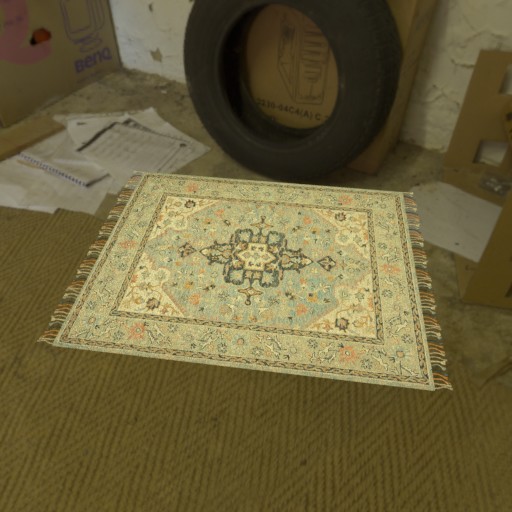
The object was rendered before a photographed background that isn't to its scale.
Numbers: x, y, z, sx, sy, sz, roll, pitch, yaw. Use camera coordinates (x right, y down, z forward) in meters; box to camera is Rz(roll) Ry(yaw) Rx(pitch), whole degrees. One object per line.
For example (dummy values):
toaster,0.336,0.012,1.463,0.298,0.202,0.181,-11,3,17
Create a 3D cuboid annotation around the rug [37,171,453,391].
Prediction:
rug,0.000,0.000,3.463,2.651,0.010,1.971,5,46,5
